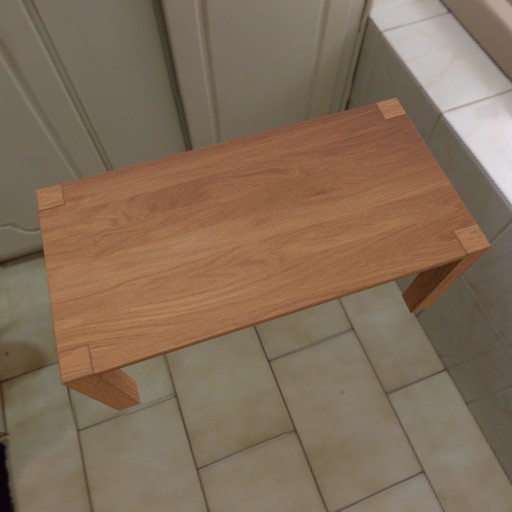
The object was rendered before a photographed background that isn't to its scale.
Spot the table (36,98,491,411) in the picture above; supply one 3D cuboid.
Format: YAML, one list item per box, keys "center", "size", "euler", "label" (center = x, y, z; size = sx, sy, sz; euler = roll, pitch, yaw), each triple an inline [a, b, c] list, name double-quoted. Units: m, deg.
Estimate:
- center: [0.000, 0.000, 2.276]
  size: [1.800, 0.760, 0.900]
  euler: [-17, 65, -8]
  label: "table"
